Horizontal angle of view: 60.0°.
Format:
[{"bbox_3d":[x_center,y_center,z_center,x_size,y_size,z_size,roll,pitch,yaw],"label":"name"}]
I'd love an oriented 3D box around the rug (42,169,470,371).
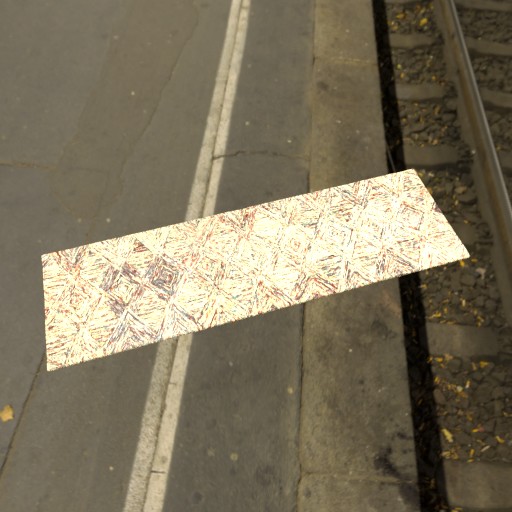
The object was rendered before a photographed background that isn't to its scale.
[{"bbox_3d":[0.000,0.000,2.470,2.292,0.015,0.688,-14,59,-9],"label":"rug"}]
